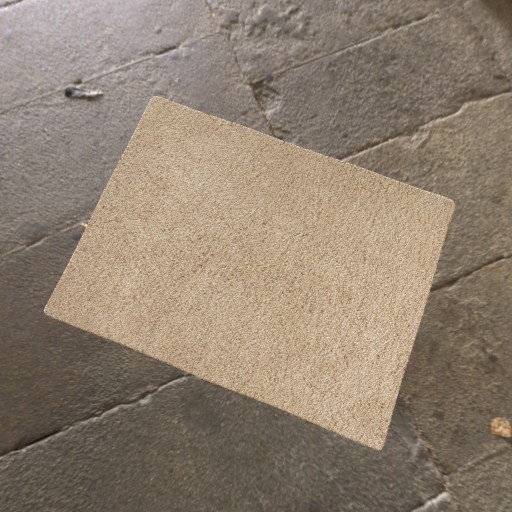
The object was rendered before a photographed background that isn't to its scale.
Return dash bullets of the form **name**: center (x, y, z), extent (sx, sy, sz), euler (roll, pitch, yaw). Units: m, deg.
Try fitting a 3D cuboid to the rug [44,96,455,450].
- **rug**: center (0.000, 0.000, 2.071), extent (1.600, 0.025, 1.199), euler (21, 77, 5)
